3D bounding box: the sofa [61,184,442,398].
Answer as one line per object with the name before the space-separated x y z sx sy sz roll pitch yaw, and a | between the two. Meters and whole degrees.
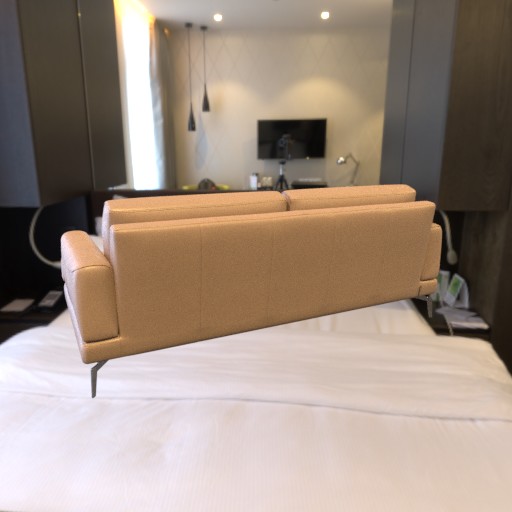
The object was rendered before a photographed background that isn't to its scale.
sofa | 0.000 0.000 2.436 1.940 0.765 0.974 -7 16 -26
